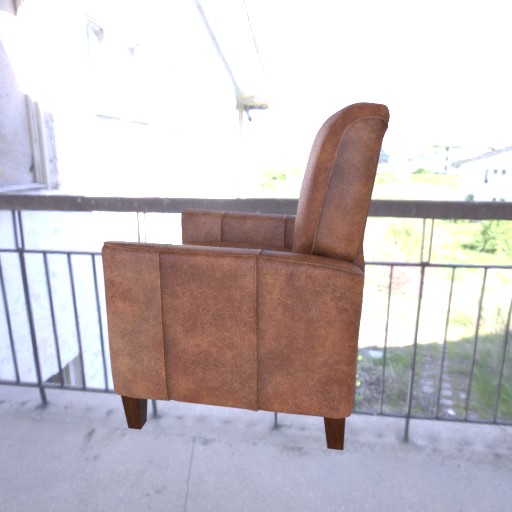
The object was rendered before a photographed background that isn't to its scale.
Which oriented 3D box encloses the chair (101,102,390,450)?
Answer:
[{"bbox_3d":[0.000,0.000,1.653,0.836,1.043,0.843,2,13,9],"label":"chair"}]
